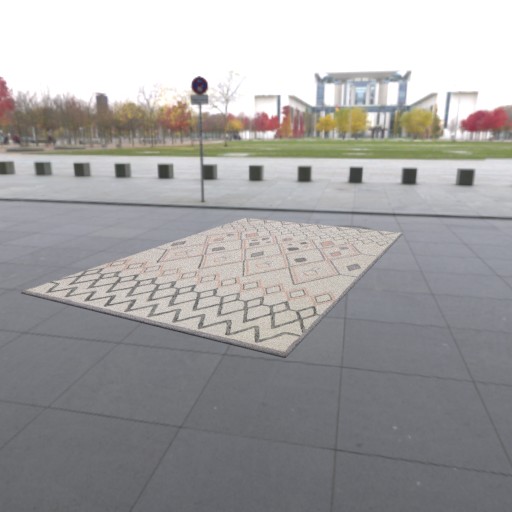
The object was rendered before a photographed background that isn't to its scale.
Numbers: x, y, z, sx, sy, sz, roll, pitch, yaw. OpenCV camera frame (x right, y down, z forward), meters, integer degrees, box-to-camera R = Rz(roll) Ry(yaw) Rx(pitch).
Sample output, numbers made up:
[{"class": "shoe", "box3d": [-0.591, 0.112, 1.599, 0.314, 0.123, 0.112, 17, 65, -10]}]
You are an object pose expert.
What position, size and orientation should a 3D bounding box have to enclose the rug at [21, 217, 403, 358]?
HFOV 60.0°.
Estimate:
[{"class": "rug", "box3d": [0.000, 0.000, 3.030, 1.524, 0.015, 2.438, 8, 17, 27]}]
